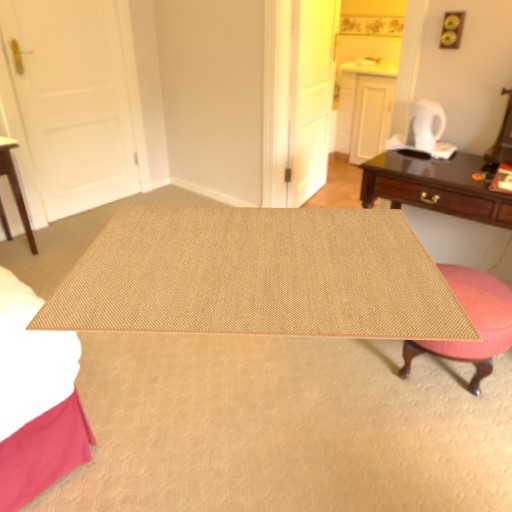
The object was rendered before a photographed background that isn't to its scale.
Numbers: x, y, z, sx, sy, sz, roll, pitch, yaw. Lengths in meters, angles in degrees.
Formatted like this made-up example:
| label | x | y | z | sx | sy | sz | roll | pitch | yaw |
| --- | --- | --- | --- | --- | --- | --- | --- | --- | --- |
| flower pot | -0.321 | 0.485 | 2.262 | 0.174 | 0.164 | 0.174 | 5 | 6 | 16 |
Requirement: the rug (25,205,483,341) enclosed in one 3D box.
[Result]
| label | x | y | z | sx | sy | sz | roll | pitch | yaw |
| --- | --- | --- | --- | --- | --- | --- | --- | --- | --- |
| rug | 0.000 | 0.000 | 2.719 | 2.134 | 0.013 | 1.524 | 1 | 29 | 2 |
